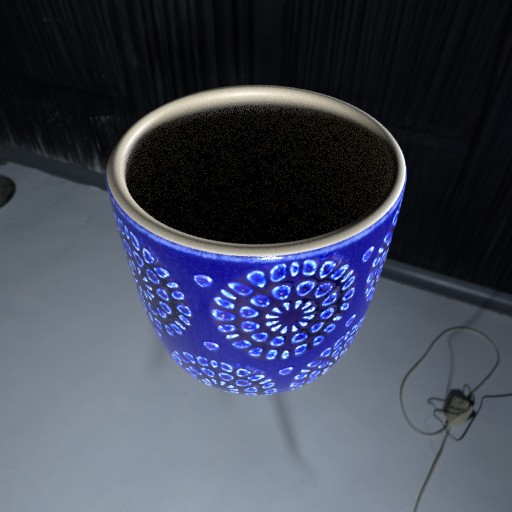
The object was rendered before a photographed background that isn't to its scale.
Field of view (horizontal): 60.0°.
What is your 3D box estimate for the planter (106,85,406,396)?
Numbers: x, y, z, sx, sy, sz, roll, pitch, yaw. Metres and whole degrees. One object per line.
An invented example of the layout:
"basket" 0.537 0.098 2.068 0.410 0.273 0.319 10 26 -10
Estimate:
"planter" 0.000 0.000 0.202 0.109 0.112 0.109 0 46 0
